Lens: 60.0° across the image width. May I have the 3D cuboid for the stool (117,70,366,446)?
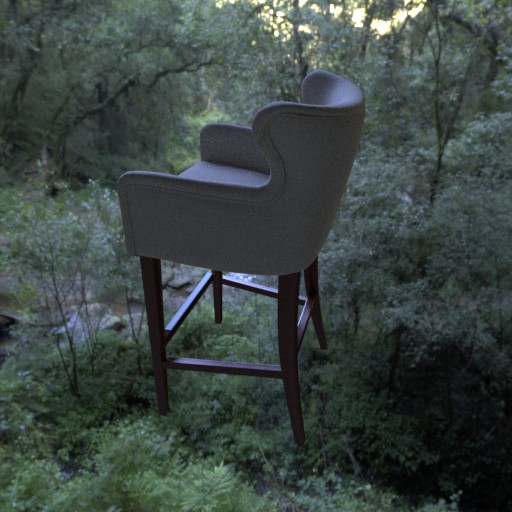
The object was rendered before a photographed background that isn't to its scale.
[{"bbox_3d":[0.000,0.000,1.388,0.563,1.034,0.556,9,31,15],"label":"stool"}]
